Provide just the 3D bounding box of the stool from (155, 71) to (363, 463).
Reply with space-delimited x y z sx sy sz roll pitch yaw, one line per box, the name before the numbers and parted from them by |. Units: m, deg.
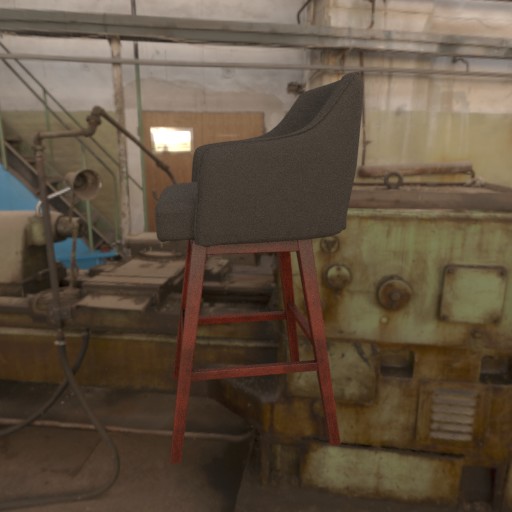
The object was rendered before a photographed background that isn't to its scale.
stool | 0.000 0.000 1.337 0.558 1.012 0.548 -2 14 -9
